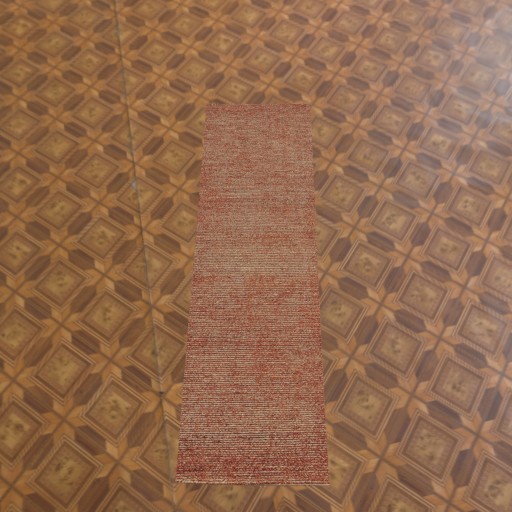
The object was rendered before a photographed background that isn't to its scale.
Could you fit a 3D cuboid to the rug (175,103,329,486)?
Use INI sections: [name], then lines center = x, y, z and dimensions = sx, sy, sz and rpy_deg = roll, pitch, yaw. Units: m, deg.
[rug]
center = 0.000, 0.000, 2.556
dimensions = 0.718, 0.013, 2.353
rpy_deg = 1, 65, 0
